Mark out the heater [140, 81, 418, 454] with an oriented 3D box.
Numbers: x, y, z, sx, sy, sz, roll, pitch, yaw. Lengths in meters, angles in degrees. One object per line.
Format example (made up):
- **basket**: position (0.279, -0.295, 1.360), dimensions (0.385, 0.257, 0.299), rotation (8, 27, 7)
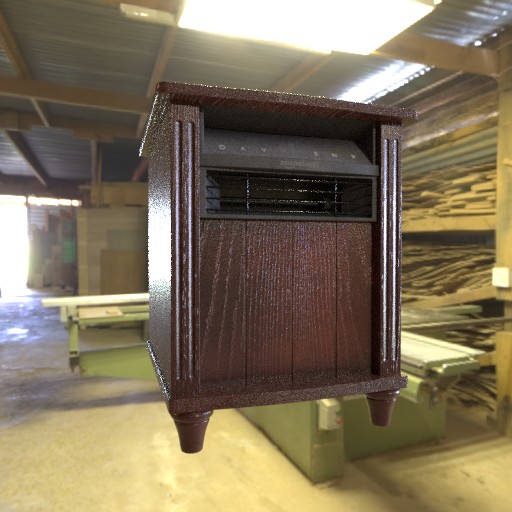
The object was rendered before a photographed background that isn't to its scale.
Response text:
- **heater**: position (0.000, 0.000, 0.751), dimensions (0.362, 0.481, 0.400), rotation (0, 1, -18)
